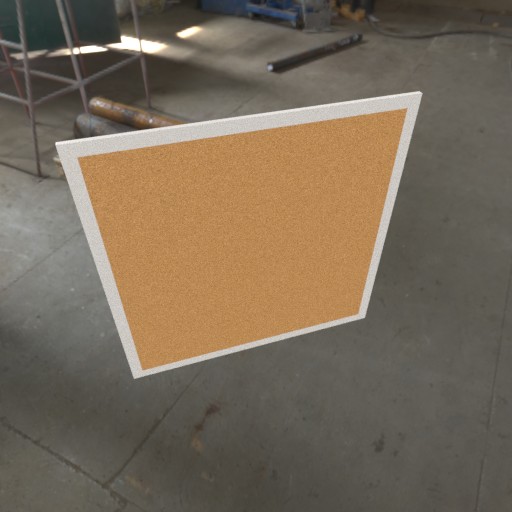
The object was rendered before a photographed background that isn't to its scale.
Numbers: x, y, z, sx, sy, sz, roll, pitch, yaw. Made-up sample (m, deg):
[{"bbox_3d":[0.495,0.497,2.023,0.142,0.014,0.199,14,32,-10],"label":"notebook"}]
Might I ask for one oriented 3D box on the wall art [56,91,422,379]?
[{"bbox_3d":[0.000,0.000,0.839,0.558,0.559,0.009,-12,44,-13],"label":"wall art"}]
